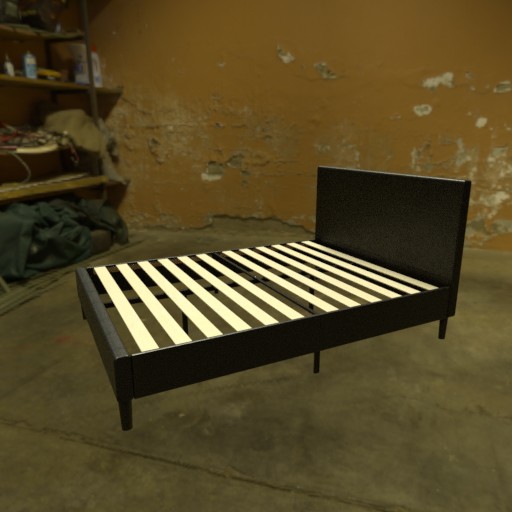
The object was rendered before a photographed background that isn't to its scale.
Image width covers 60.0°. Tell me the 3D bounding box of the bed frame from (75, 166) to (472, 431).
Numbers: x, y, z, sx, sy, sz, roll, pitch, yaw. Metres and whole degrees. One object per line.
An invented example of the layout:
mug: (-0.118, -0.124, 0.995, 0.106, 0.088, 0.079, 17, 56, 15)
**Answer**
bed frame: (0.000, 0.000, 3.209, 2.318, 1.127, 1.634, -8, 17, -26)
